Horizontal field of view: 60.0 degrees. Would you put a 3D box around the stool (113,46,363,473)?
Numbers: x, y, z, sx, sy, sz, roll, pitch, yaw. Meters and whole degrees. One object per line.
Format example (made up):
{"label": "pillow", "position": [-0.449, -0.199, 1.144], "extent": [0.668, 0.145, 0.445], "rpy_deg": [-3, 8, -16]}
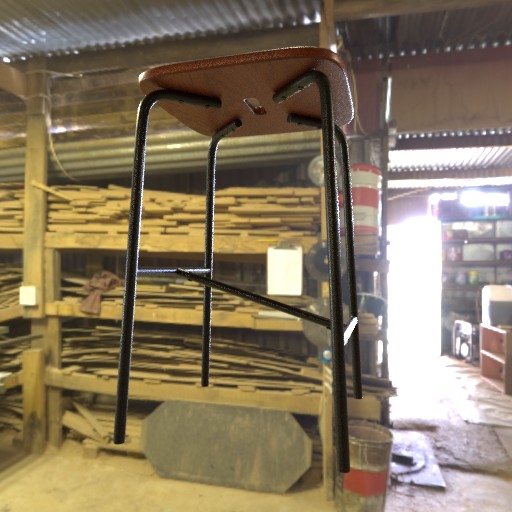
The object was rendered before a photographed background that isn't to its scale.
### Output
{"label": "stool", "position": [0.000, 0.000, 0.847], "extent": [0.376, 0.610, 0.376], "rpy_deg": [0, -2, 16]}
